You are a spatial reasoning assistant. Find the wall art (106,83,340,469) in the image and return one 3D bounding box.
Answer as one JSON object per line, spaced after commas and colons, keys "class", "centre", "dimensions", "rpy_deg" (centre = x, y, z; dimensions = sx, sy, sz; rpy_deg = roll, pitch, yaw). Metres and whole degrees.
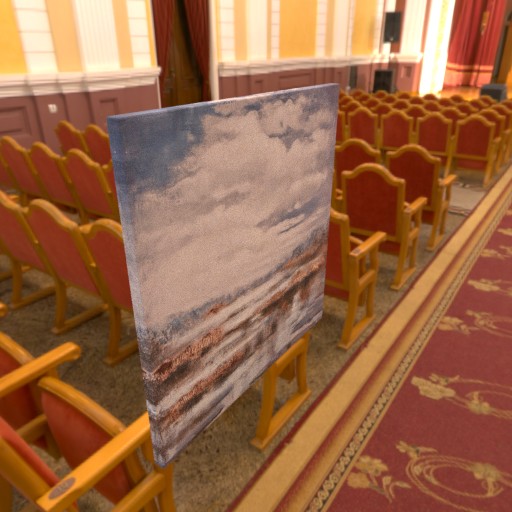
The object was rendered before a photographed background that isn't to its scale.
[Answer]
{"class": "wall art", "centre": [0.000, 0.000, 1.490], "dimensions": [0.040, 1.020, 1.010], "rpy_deg": [17, 31, 32]}
